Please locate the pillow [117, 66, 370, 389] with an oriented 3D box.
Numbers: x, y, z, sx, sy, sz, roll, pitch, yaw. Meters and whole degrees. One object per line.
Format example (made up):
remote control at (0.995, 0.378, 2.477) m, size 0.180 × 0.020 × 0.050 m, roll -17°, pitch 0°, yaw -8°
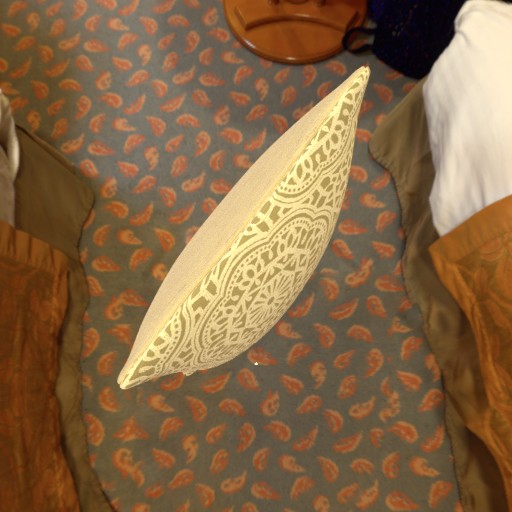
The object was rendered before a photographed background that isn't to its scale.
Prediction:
pillow at (0.000, 0.000, 0.657) m, size 0.167 × 0.421 × 0.438 m, roll 35°, pitch 79°, yaw 8°
